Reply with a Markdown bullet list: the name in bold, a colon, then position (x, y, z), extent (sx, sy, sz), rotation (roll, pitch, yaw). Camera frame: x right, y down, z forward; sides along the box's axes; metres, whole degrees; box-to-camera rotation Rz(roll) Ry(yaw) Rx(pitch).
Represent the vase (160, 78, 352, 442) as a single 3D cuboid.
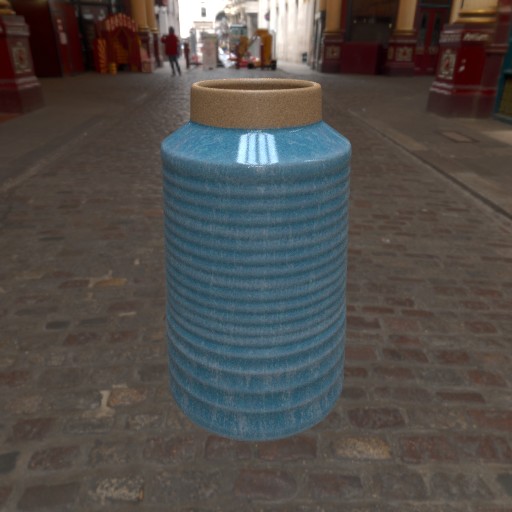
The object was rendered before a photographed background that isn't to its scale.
- **vase**: position (0.000, 0.000, 0.367), extent (0.163, 0.267, 0.163), rotation (0, 26, 0)
